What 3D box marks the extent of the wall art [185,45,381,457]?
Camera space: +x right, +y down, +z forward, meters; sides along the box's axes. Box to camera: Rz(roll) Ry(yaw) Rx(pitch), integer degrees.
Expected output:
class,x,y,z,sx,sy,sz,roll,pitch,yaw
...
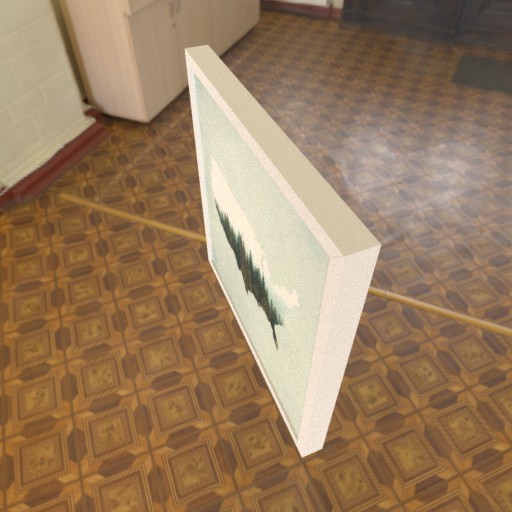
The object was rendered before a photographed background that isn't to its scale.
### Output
class,x,y,z,sx,sy,sz,roll,pitch,yaw
wall art,0.000,0.000,0.754,0.040,0.509,0.509,-17,49,-15
